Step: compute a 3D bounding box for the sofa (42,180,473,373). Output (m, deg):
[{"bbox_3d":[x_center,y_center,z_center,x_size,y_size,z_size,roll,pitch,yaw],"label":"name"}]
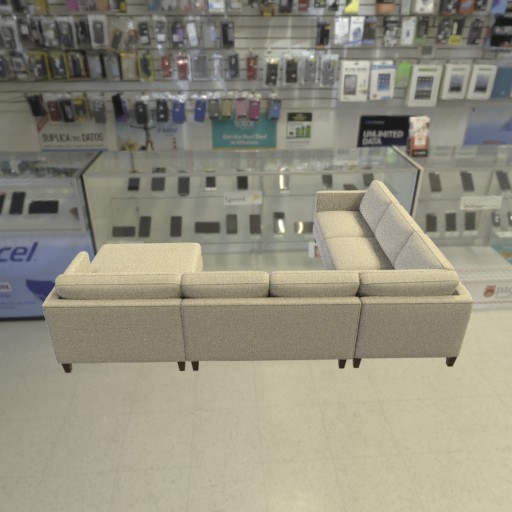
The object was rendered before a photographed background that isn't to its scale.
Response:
[{"bbox_3d":[0.000,0.000,4.643,3.403,0.889,2.551,-1,28,-1],"label":"sofa"}]
